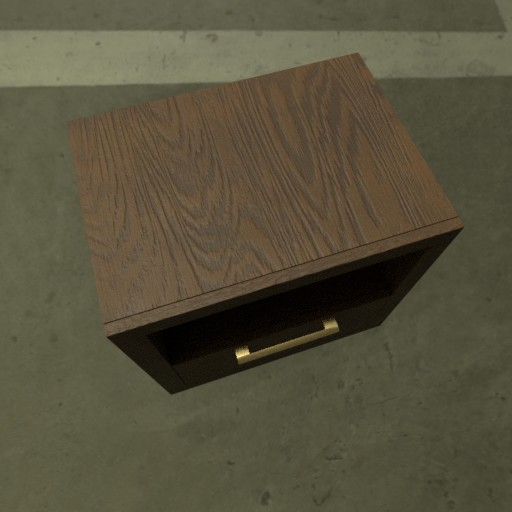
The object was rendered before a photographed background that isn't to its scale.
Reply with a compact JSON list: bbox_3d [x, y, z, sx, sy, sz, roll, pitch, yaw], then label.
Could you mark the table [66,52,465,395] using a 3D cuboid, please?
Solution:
[{"bbox_3d":[0.000,0.000,0.988,0.560,0.585,0.439,-16,65,-8],"label":"table"}]
